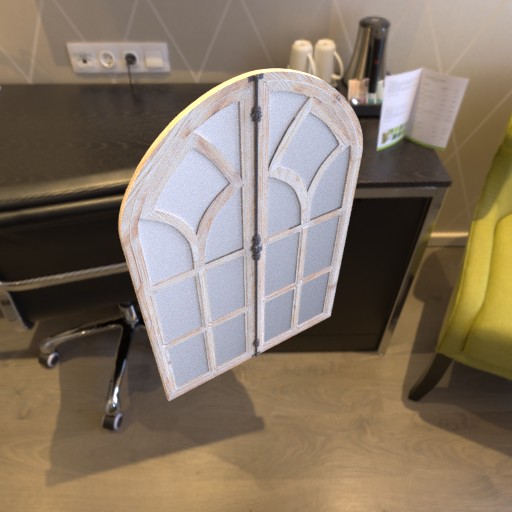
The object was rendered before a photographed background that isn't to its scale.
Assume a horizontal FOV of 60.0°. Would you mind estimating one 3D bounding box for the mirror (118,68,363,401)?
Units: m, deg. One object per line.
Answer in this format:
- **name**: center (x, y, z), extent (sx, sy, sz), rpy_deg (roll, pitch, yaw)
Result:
- **mirror**: center (0.000, 0.000, 1.112), extent (0.609, 0.915, 0.032), rpy_deg (-23, 50, -21)
